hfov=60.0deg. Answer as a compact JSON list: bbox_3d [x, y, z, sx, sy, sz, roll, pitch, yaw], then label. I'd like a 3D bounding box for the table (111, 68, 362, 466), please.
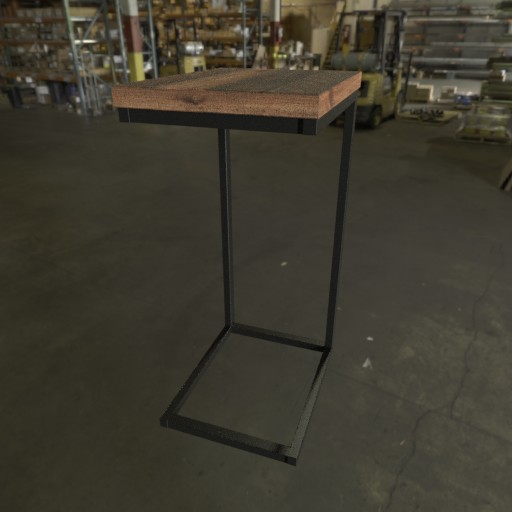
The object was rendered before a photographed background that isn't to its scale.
[{"bbox_3d":[0.000,0.000,0.957,0.323,0.718,0.414,9,28,17],"label":"table"}]
